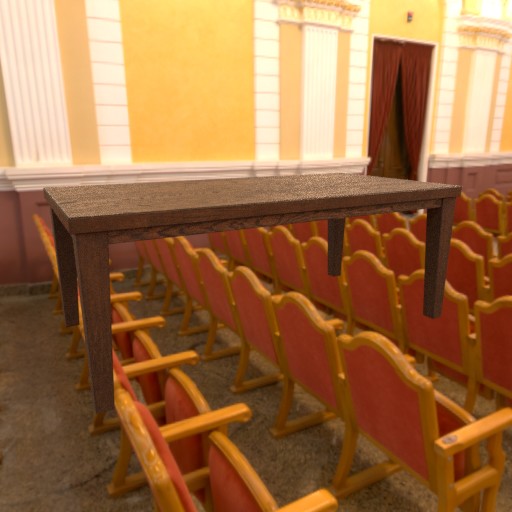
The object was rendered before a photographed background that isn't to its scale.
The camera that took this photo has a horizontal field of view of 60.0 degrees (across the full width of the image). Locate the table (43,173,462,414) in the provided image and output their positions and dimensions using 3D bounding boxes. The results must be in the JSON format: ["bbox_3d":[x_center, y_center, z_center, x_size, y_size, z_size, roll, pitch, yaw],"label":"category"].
[{"bbox_3d":[0.000,0.000,2.452,1.981,0.762,1.016,-8,17,-28],"label":"table"}]
